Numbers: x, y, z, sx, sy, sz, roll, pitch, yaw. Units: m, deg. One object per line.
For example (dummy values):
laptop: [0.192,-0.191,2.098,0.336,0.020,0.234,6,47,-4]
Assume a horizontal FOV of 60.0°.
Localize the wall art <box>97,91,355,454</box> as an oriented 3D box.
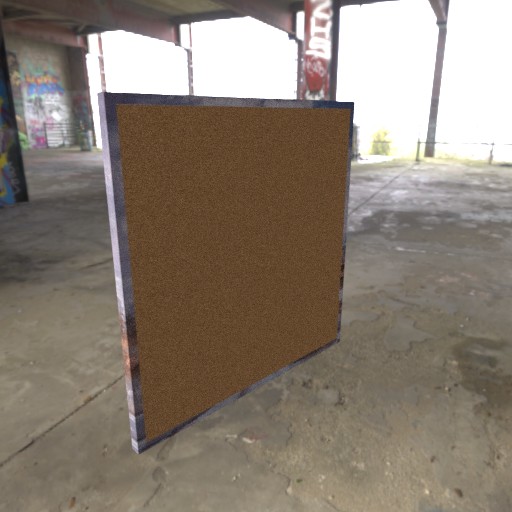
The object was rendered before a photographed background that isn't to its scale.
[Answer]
wall art: [0.000,0.000,1.335,0.888,0.897,0.035,-16,24,-41]
